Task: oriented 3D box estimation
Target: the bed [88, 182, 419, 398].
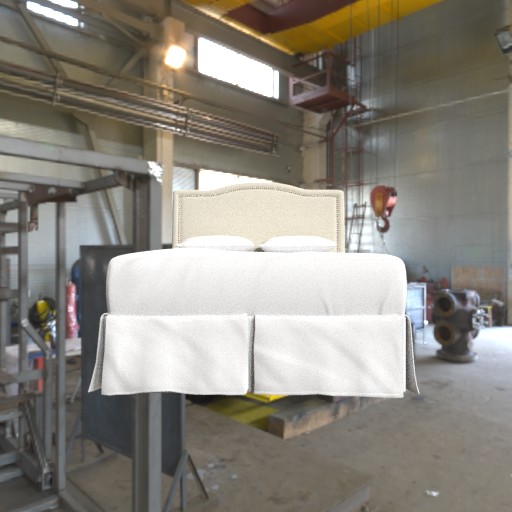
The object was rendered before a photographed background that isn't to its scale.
[{"bbox_3d":[0.000,0.000,3.327,1.741,1.449,2.196,0,0,0],"label":"bed"}]
